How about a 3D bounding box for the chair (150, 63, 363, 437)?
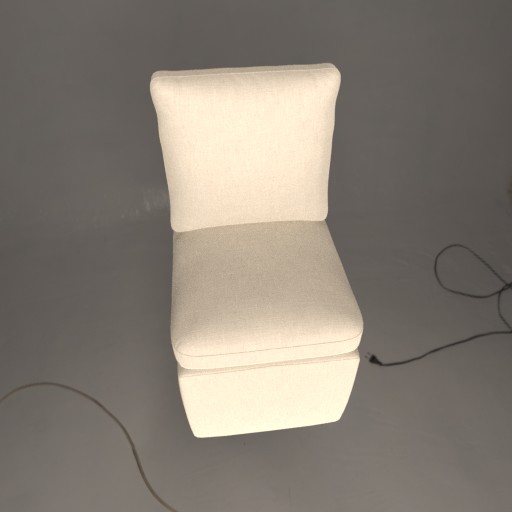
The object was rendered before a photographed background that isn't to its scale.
[{"bbox_3d":[0.000,0.000,1.310,0.503,0.927,0.698,-5,46,-5],"label":"chair"}]
